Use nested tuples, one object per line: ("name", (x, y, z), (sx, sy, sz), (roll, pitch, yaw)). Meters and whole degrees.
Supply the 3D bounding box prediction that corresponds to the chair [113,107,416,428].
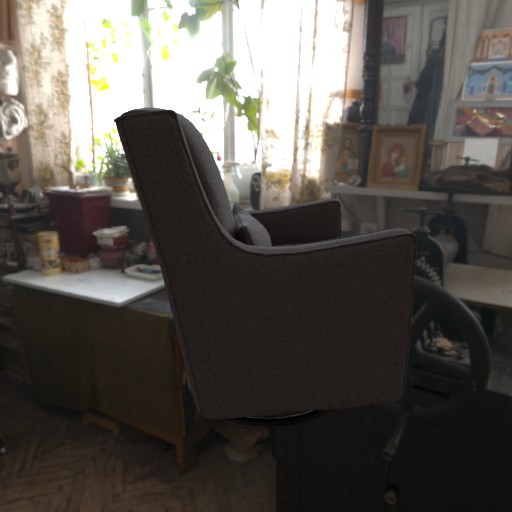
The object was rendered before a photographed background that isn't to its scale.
("chair", (0.000, 0.000, 1.581), (0.879, 0.993, 0.732), (-2, 16, -9))
